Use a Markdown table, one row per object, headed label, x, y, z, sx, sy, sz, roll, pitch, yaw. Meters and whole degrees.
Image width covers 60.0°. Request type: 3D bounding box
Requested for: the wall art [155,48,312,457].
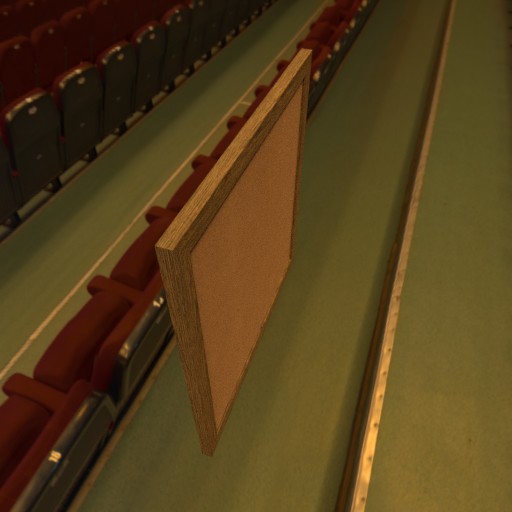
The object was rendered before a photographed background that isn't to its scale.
| label | x | y | z | sx | sy | sz | roll | pitch | yaw |
| --- | --- | --- | --- | --- | --- | --- | --- | --- | --- |
| wall art | 0.000 | 0.000 | 0.760 | 0.019 | 0.508 | 0.508 | 14 | 47 | 14 |
